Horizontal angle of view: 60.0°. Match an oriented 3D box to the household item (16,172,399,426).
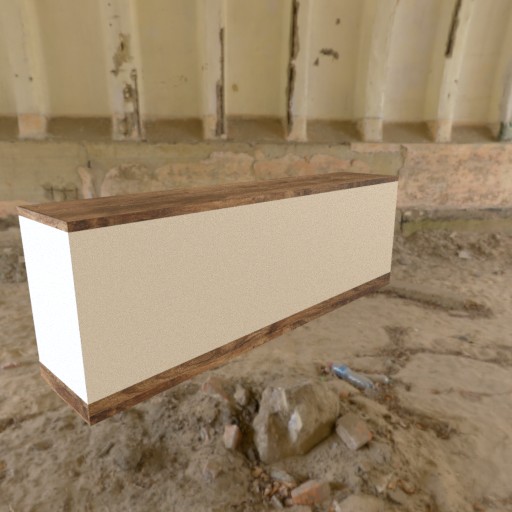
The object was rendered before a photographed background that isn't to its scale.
[{"bbox_3d":[0.000,0.000,1.982,0.390,0.615,1.800,15,21,42],"label":"household item"}]
